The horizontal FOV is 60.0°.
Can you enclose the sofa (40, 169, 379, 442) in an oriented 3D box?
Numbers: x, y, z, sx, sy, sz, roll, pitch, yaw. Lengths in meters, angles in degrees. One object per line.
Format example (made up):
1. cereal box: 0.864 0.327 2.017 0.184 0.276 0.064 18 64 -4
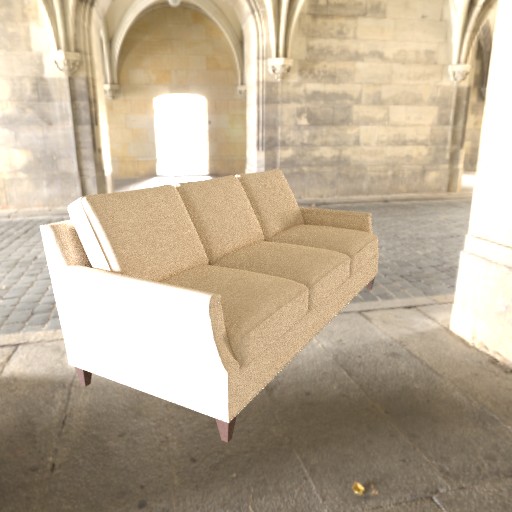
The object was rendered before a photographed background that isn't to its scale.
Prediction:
1. sofa: 0.000 0.000 2.804 1.041 0.940 2.210 8 17 28
